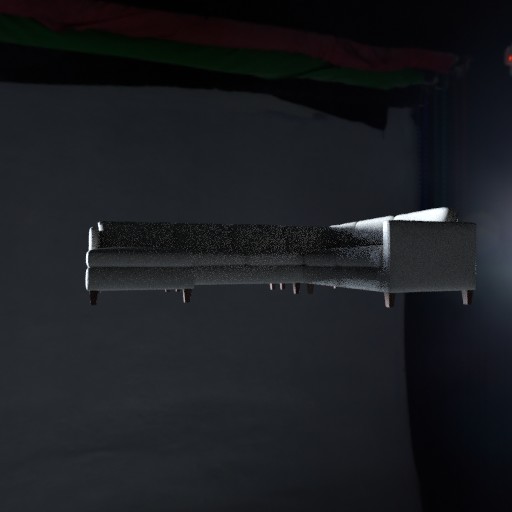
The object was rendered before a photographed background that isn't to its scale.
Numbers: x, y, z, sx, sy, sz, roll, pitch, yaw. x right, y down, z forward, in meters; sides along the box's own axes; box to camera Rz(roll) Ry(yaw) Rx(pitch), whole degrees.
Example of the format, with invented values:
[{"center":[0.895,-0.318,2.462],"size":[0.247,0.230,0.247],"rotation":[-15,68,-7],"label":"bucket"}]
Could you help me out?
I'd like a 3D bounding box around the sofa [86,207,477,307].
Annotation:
[{"center":[0.000,0.000,4.505],"size":[3.238,0.853,2.551],"rotation":[0,-1,-18],"label":"sofa"}]
